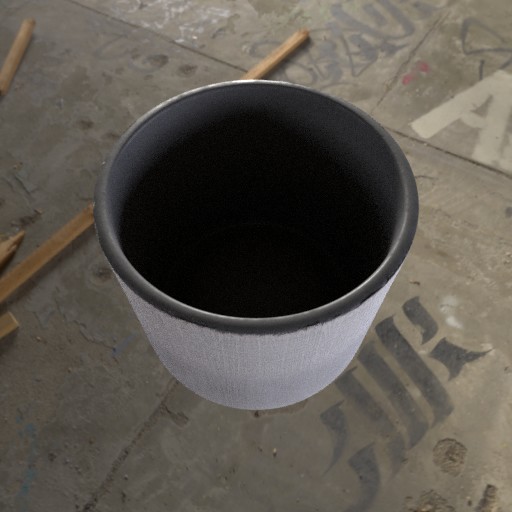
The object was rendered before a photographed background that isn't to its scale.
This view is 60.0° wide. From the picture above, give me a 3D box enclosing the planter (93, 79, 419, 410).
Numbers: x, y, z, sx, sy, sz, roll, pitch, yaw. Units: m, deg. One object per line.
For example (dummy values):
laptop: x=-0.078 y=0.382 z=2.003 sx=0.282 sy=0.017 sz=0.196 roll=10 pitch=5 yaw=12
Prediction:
planter: x=0.000 y=0.000 z=0.436 sx=0.254 sy=0.221 sz=0.254 roll=0 pitch=58 yaw=0
